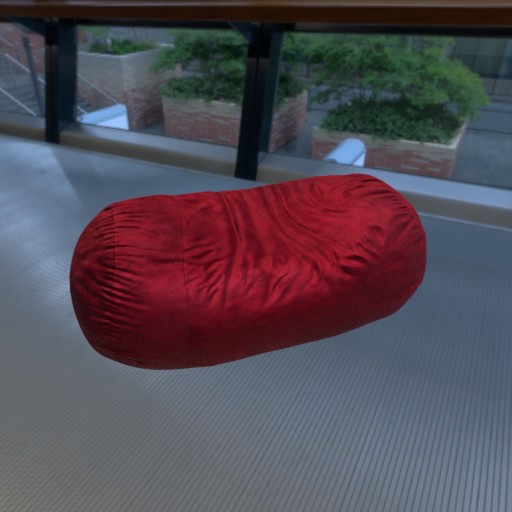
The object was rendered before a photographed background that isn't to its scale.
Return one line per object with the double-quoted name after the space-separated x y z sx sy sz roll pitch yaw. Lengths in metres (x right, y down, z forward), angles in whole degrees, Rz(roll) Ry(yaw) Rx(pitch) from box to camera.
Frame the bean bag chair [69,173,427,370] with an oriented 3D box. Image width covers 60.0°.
0.000 0.000 2.906 2.293 0.867 1.216 -10 33 -15 "bean bag chair"
